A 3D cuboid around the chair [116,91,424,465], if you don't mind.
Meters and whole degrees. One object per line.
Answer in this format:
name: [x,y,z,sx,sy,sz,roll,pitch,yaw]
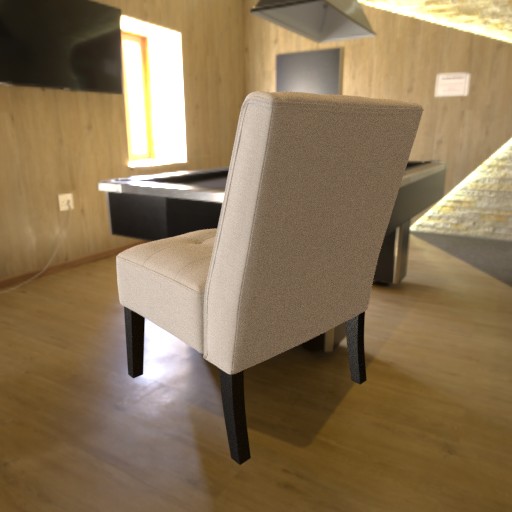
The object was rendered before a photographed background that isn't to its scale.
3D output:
chair: [0.000,0.000,1.289,0.569,0.853,0.676,-15,22,-41]
